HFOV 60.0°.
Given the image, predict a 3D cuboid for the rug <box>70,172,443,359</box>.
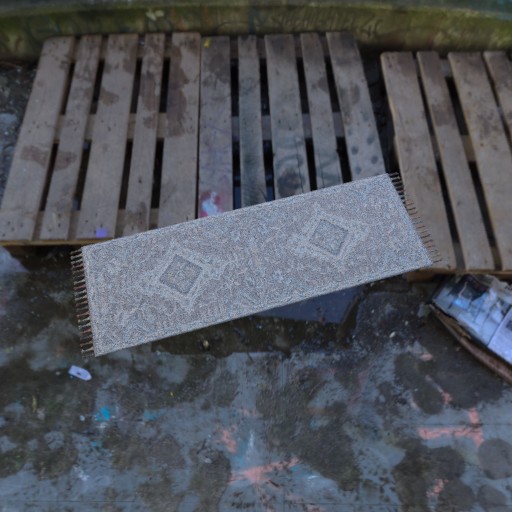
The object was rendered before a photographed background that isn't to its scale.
[{"bbox_3d":[0.000,0.000,2.825,2.378,0.018,1.324,0,63,0],"label":"rug"}]
